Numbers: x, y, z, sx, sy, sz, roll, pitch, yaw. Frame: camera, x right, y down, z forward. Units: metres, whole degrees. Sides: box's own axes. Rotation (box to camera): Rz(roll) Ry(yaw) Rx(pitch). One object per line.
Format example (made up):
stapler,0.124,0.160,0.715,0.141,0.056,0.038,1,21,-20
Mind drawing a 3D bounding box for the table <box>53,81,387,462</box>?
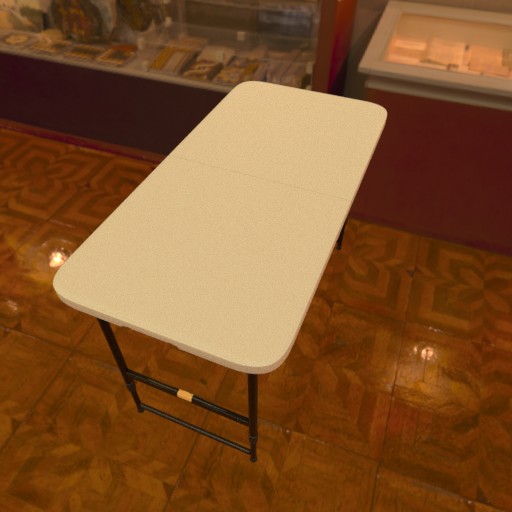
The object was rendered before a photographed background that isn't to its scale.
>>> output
table,0.000,0.000,1.641,0.611,0.737,1.245,17,49,15
